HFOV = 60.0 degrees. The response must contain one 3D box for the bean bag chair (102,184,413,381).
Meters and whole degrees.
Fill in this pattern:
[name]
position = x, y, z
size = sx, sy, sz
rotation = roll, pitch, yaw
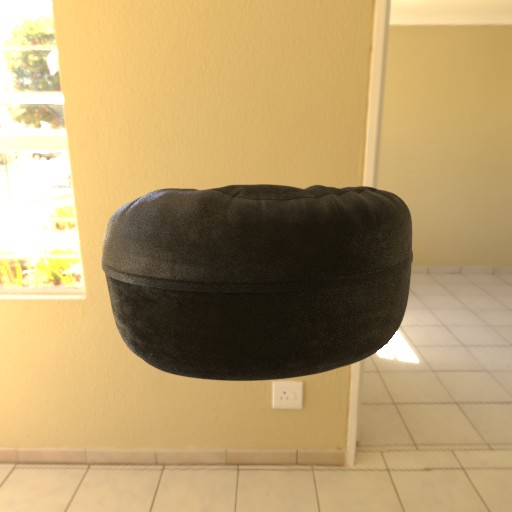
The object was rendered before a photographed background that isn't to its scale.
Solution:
[bean bag chair]
position = 0.000, 0.000, 2.413
size = 1.524, 0.878, 1.524
rotation = -2, 15, -9
